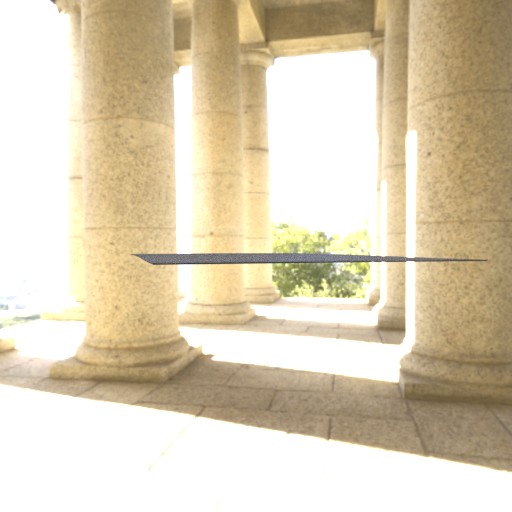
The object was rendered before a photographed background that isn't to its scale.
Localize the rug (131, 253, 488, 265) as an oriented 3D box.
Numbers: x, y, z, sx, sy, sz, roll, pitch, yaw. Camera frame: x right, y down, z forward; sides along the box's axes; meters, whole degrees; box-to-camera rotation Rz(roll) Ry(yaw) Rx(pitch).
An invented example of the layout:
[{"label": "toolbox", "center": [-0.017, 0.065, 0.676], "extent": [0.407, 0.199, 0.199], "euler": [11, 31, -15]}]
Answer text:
[{"label": "rug", "center": [0.000, 0.000, 2.180], "extent": [1.135, 0.010, 1.740], "euler": [0, 1, -17]}]
